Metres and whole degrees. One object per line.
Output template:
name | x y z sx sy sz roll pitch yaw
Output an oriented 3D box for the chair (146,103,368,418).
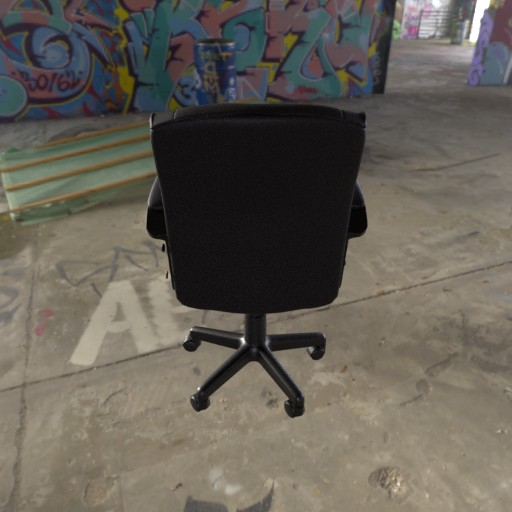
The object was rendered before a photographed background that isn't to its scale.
chair | 0.000 0.000 1.349 0.576 0.998 0.641 -1 30 -1
